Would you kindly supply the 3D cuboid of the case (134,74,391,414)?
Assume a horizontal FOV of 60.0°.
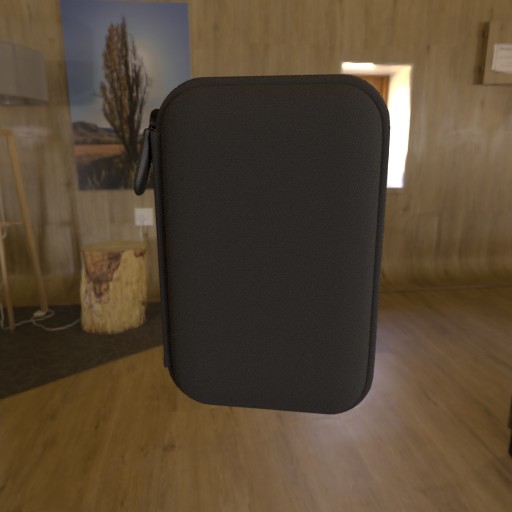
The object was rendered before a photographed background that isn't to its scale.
[{"bbox_3d":[0.000,0.000,0.194,0.107,0.147,0.030,2,14,8],"label":"case"}]
